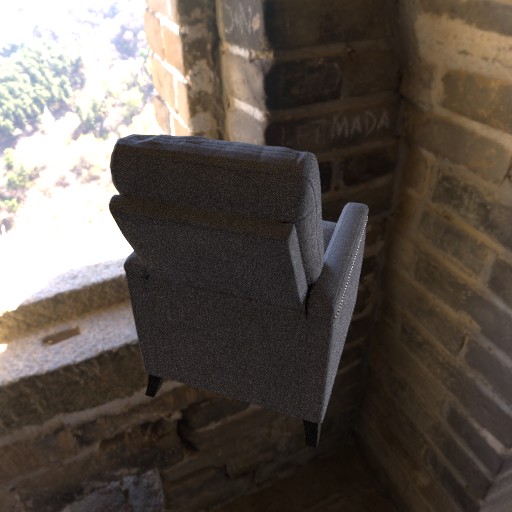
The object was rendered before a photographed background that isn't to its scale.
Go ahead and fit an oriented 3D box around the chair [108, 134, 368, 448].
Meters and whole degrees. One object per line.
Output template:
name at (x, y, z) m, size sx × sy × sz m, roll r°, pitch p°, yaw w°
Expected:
chair at (0.000, 0.000, 1.630) m, size 0.710 × 1.049 × 0.922 m, roll 11°, pitch 34°, yaw 17°
